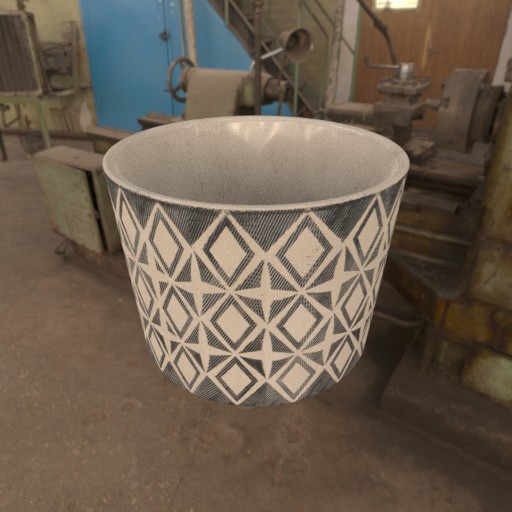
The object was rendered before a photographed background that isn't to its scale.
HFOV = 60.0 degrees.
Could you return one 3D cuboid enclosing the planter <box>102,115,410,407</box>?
[{"bbox_3d":[0.000,0.000,0.446,0.260,0.220,0.260,0,30,0],"label":"planter"}]
